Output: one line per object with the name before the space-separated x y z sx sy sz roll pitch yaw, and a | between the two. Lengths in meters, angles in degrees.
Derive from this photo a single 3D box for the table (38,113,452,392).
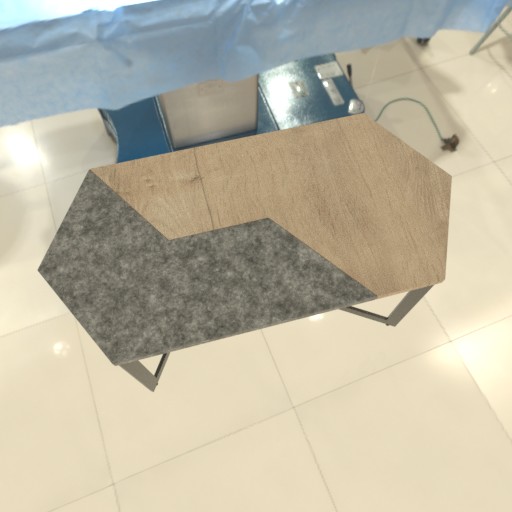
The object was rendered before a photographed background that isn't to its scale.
table | 0.000 0.000 1.468 1.219 0.457 0.609 -13 64 -6
